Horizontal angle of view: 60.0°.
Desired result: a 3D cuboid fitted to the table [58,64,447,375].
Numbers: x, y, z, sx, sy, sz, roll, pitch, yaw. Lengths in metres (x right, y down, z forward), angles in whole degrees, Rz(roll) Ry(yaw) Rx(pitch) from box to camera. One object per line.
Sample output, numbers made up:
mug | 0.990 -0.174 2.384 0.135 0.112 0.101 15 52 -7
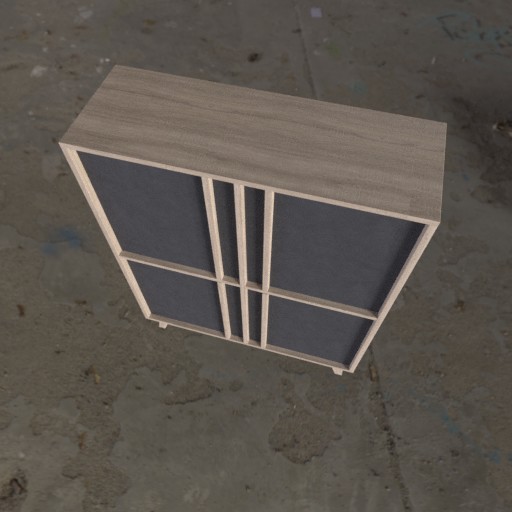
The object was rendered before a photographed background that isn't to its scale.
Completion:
table | 0.000 0.000 1.926 1.111 1.388 0.398 13 58 8
